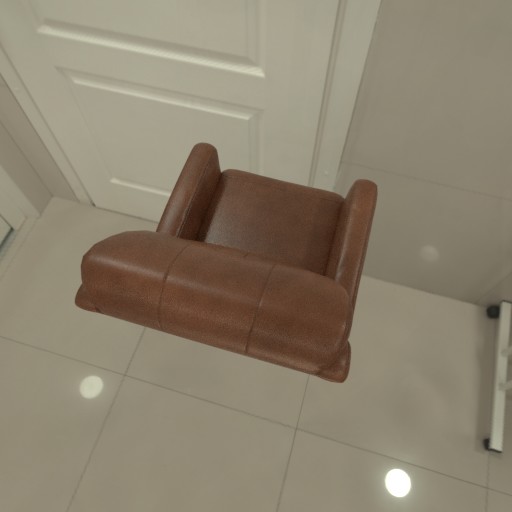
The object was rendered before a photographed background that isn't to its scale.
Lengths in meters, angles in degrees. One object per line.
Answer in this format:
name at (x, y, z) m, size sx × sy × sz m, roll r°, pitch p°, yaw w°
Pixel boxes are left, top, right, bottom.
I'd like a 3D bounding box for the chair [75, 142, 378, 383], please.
chair at (0.000, 0.000, 1.655) m, size 0.787 × 1.016 × 0.939 m, roll 15°, pitch 63°, yaw 7°
